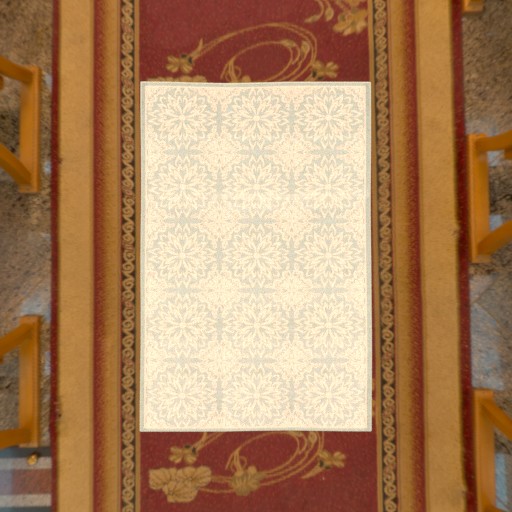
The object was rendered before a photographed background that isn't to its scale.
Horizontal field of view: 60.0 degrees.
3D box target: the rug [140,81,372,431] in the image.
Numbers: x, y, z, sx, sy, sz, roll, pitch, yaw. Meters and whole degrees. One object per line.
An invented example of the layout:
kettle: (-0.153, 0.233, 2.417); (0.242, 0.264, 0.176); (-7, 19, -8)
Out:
rug: (0.000, 0.000, 2.332); (1.219, 0.012, 1.840); (0, 90, 0)
